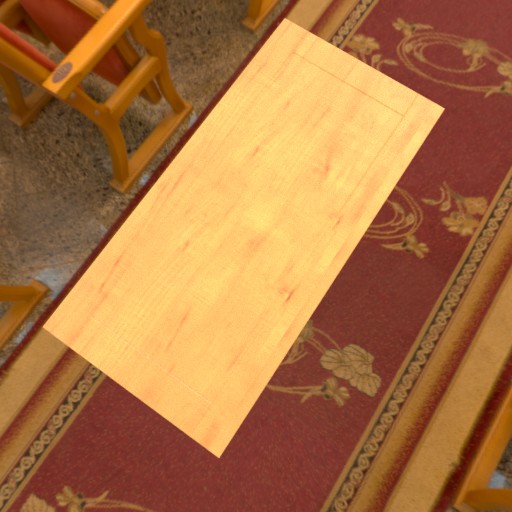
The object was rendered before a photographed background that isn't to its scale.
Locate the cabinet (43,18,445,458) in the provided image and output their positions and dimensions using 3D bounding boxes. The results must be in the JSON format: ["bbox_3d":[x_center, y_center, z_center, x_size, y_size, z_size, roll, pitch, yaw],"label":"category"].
[{"bbox_3d":[0.000,0.000,1.389,0.450,0.840,0.920,33,79,8],"label":"cabinet"}]
